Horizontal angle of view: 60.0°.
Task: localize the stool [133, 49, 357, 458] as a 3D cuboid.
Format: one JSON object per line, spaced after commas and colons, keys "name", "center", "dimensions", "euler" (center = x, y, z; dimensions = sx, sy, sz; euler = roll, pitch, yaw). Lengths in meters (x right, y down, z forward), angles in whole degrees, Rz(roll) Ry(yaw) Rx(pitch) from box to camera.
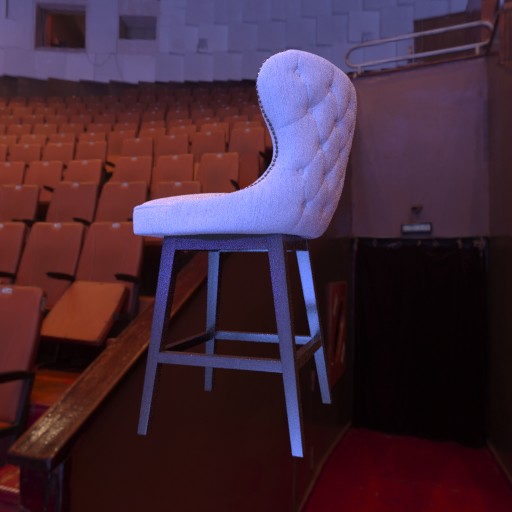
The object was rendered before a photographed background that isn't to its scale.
{"name": "stool", "center": [0.000, 0.000, 1.339], "dimensions": [0.597, 0.972, 0.615], "euler": [0, -1, 19]}
